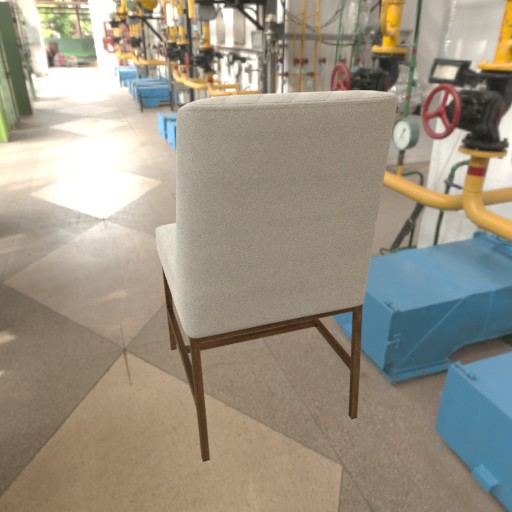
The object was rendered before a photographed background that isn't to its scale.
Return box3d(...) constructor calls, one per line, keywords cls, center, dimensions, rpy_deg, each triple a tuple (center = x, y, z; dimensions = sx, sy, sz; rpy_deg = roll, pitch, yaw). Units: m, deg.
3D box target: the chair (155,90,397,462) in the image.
box3d(cls="chair", center=(0.000, 0.000, 1.270), dimensions=(0.503, 0.933, 0.597), rpy_deg=(-9, 27, -17))
